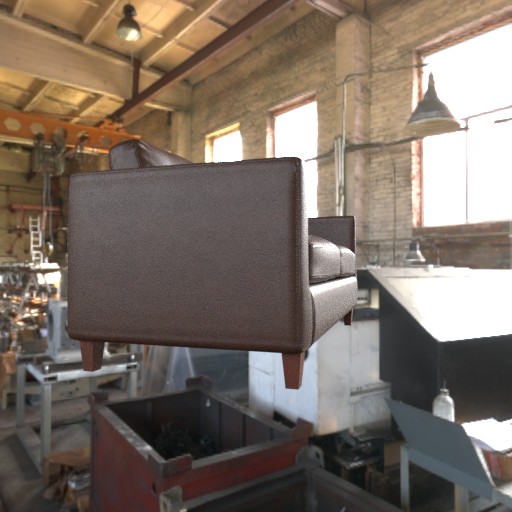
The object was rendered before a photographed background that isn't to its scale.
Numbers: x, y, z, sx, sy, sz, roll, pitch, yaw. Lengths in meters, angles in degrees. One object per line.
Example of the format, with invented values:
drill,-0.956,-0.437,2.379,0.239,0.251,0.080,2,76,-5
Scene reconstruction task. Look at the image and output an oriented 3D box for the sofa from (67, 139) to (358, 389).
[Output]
sofa,0.000,0.000,2.428,0.951,0.933,1.883,0,-1,18
